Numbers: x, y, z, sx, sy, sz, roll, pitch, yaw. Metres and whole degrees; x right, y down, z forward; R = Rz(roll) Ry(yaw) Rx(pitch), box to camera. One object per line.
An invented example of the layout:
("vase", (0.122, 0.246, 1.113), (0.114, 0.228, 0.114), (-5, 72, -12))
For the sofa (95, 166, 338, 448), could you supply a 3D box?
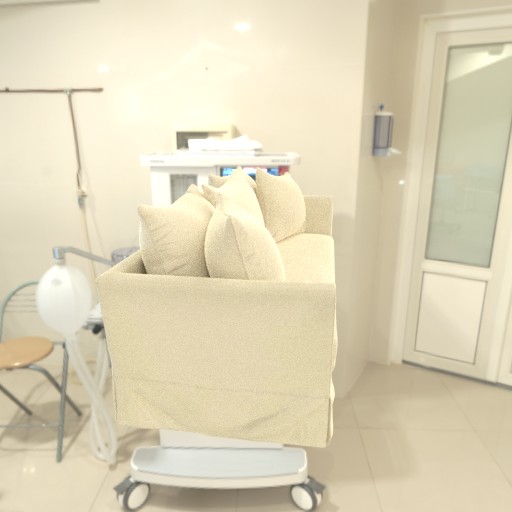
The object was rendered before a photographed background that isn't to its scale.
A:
("sofa", (0.000, 0.000, 2.856), (1.031, 1.034, 2.290), (3, 17, 9))
